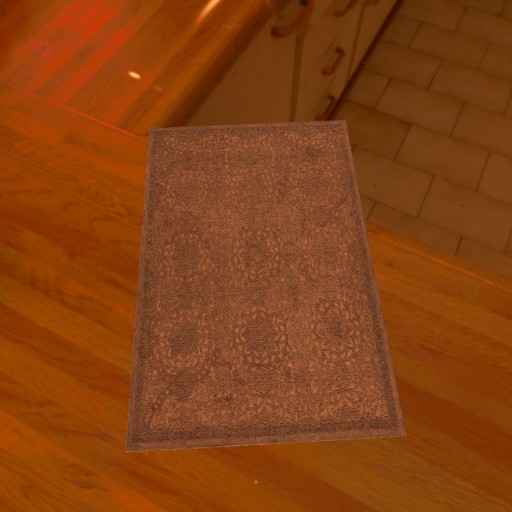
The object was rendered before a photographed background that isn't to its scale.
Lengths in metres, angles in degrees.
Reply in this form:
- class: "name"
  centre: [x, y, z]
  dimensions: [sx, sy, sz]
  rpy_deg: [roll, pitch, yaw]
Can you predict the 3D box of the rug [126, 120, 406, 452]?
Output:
- class: "rug"
  centre: [0.000, 0.000, 2.320]
  dimensions: [1.208, 0.012, 1.819]
  rpy_deg: [-3, 63, -1]
